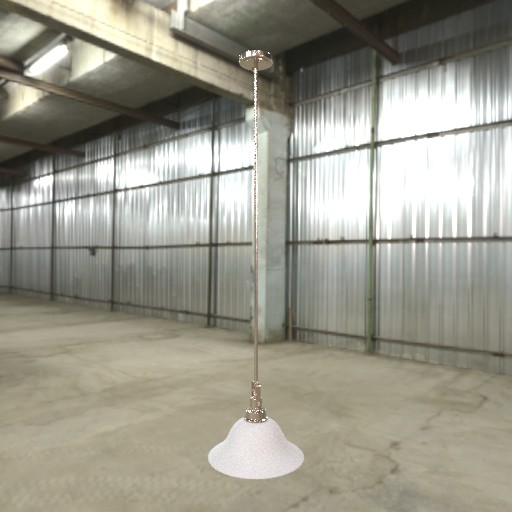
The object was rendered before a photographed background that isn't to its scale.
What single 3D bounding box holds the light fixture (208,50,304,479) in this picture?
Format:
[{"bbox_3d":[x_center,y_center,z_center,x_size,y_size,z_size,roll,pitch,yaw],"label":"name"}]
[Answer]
[{"bbox_3d":[0.000,0.000,1.508,0.324,1.354,0.324,0,-1,-19],"label":"light fixture"}]
